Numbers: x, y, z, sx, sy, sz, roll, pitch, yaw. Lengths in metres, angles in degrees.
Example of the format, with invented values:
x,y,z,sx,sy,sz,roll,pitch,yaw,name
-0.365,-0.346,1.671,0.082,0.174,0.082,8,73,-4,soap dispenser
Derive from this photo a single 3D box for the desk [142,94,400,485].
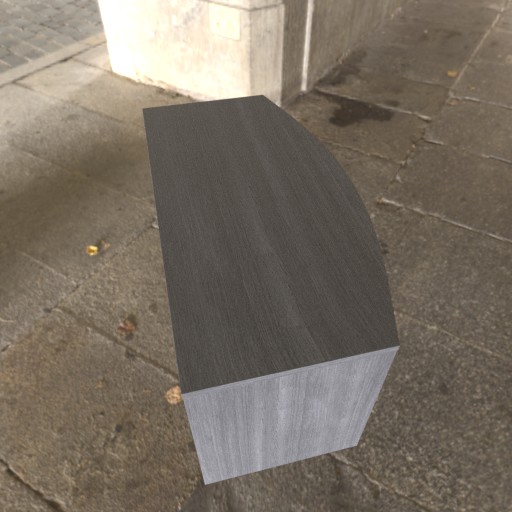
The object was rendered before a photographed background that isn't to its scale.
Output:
x,y,z,sx,sy,sz,roll,pitch,yaw,name
0.000,0.000,2.055,0.802,0.750,1.600,-10,47,-9,desk
